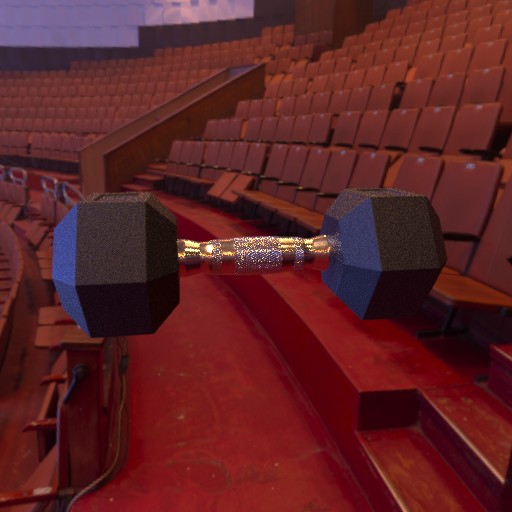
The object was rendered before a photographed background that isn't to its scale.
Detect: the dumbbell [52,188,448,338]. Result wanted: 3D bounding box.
[{"bbox_3d":[0.000,0.000,0.332,0.272,0.092,0.106,-2,15,-9],"label":"dumbbell"}]
